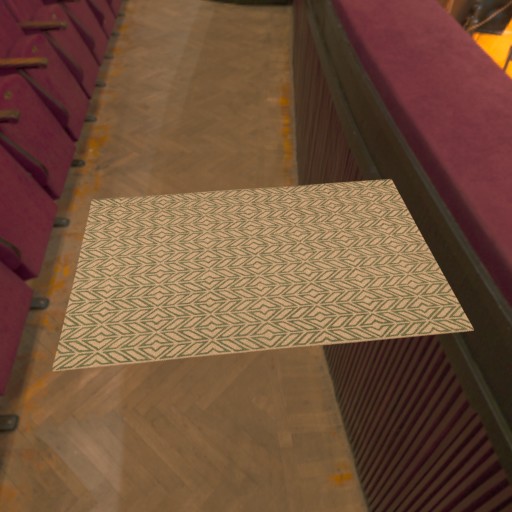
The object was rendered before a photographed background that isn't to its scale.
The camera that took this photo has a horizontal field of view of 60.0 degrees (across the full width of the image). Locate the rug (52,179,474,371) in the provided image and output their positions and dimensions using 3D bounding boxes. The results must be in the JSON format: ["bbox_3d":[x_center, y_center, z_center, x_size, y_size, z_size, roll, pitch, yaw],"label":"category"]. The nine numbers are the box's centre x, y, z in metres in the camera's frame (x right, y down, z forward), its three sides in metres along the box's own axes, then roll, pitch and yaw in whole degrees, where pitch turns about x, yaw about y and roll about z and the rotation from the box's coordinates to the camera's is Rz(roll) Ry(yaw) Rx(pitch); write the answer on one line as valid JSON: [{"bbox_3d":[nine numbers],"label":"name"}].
[{"bbox_3d":[0.000,0.000,3.060,2.435,0.011,1.517,-5,46,-4],"label":"rug"}]
